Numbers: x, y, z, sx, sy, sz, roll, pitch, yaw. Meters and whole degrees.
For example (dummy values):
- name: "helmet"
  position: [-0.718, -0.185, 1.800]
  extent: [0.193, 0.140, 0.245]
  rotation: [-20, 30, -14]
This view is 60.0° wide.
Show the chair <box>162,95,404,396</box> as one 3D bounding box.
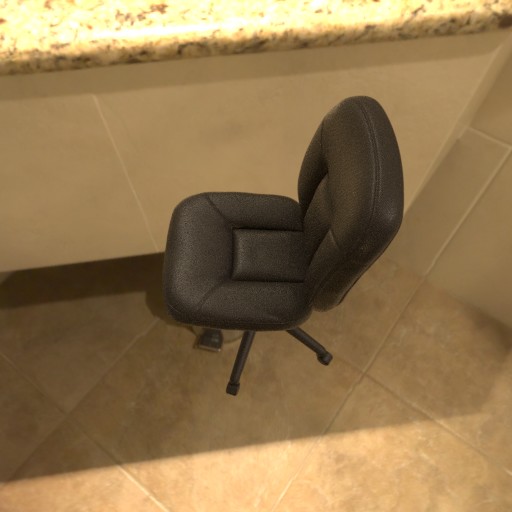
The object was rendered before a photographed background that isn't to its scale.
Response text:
- name: "chair"
  position: [0.000, 0.000, 1.382]
  extent: [0.646, 0.959, 0.647]
  rotation: [0, 60, 0]
